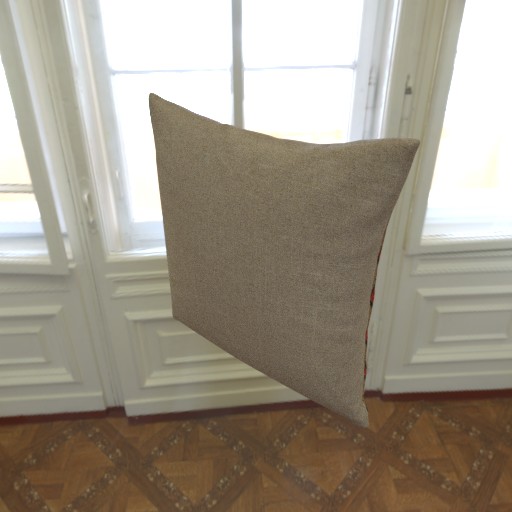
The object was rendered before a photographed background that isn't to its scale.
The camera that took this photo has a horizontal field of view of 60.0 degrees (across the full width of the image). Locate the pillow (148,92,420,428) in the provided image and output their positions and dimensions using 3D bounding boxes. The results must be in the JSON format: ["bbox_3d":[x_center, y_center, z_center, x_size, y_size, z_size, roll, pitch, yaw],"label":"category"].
[{"bbox_3d":[0.000,0.000,0.800,0.513,0.511,0.158,22,36,34],"label":"pillow"}]
